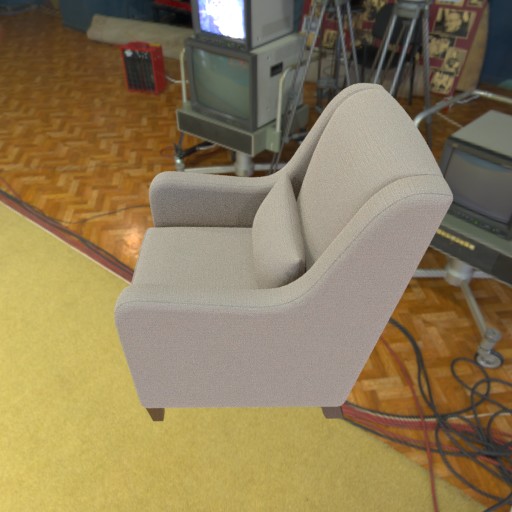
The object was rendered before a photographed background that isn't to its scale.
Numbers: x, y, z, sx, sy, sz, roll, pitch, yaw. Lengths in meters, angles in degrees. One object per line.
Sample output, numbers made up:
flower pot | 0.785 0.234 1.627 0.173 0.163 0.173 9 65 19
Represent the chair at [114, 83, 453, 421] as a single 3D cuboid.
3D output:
chair | 0.000 0.000 1.567 0.896 1.017 0.715 -1 41 -1
